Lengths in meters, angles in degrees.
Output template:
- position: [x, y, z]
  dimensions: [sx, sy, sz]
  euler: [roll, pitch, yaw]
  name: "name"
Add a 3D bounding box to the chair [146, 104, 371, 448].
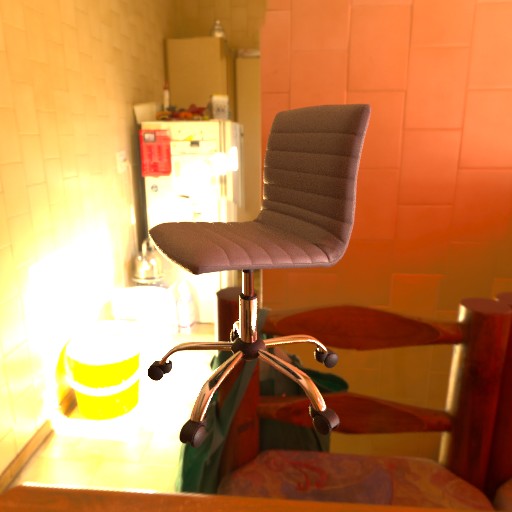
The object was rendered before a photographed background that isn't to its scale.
- position: [0.000, 0.000, 1.149]
  dimensions: [0.542, 0.750, 0.569]
  euler: [-7, 17, -25]
  name: "chair"
